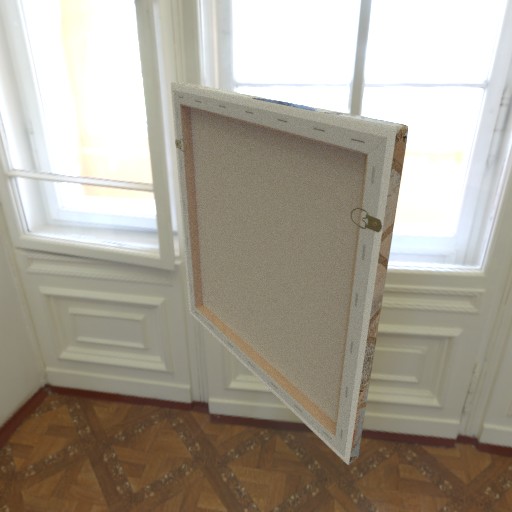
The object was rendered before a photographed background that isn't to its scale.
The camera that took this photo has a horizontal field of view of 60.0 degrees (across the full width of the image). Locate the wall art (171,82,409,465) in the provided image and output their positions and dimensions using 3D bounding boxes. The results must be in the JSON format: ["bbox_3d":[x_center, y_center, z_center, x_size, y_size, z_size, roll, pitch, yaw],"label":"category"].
[{"bbox_3d":[0.000,0.000,1.345,0.039,0.914,0.912,-18,33,-32],"label":"wall art"}]
